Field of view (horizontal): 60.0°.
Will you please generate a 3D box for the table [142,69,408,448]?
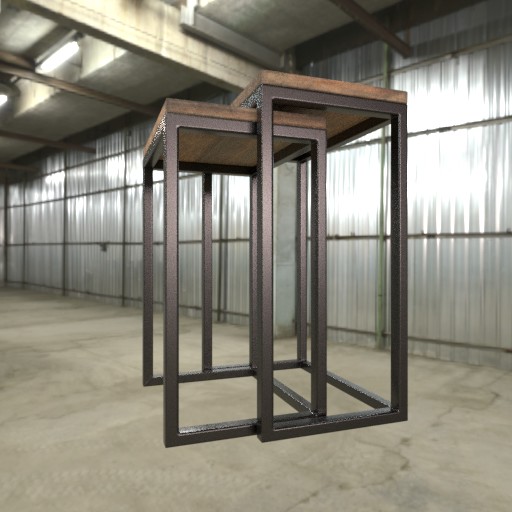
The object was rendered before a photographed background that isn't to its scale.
[{"bbox_3d":[0.000,0.000,0.964,0.460,0.615,0.456,0,0,-17],"label":"table"}]
